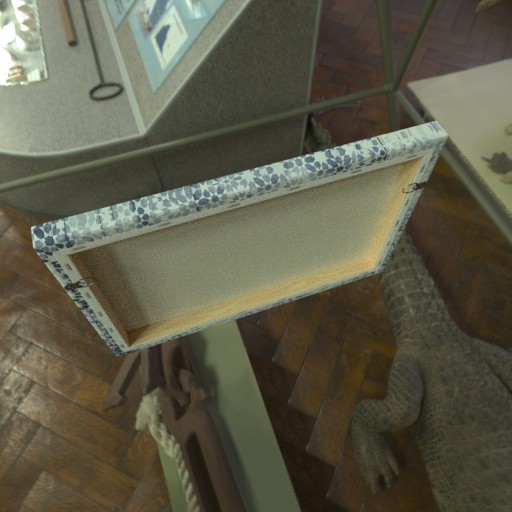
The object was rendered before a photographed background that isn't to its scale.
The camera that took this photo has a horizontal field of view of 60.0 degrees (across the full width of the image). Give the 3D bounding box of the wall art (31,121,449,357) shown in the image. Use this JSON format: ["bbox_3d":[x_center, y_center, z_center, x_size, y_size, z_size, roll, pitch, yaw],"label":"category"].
[{"bbox_3d":[0.000,0.000,1.185,0.911,0.608,0.057,-17,59,-10],"label":"wall art"}]
